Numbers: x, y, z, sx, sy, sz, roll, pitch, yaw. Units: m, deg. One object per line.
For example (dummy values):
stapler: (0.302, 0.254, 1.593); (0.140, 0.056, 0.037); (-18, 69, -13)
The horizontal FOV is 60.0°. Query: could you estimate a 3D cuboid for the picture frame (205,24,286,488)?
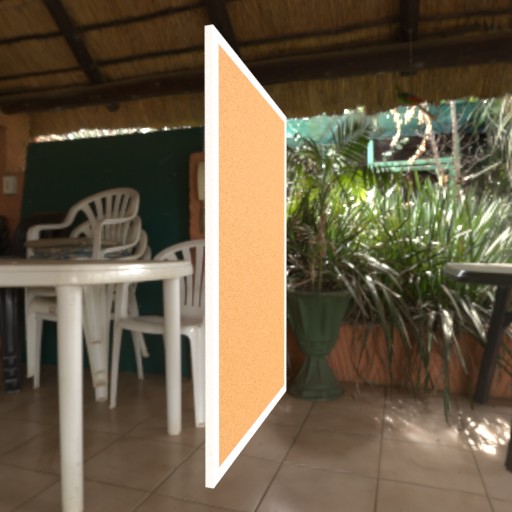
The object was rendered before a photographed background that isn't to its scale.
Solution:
picture frame: (0.000, 0.000, 0.848); (0.013, 0.657, 0.457); (0, 1, 17)
